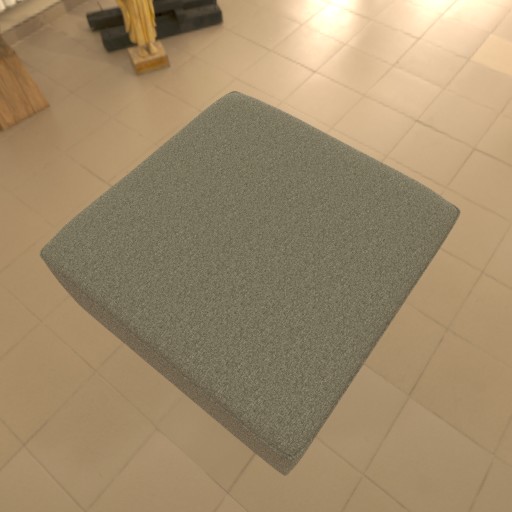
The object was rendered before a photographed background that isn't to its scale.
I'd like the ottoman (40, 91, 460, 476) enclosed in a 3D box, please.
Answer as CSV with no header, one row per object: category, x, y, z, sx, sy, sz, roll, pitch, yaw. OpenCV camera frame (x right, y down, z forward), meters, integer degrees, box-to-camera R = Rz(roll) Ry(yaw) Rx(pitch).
ottoman,0.000,0.000,1.589,1.015,0.464,1.005,34,65,18
